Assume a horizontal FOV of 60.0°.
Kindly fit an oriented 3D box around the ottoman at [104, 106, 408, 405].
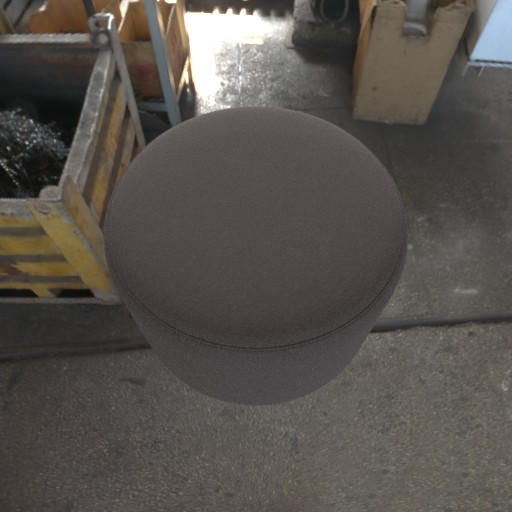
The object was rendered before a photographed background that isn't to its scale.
[{"bbox_3d":[0.000,0.000,1.029,0.608,0.433,0.608,0,59,0],"label":"ottoman"}]
